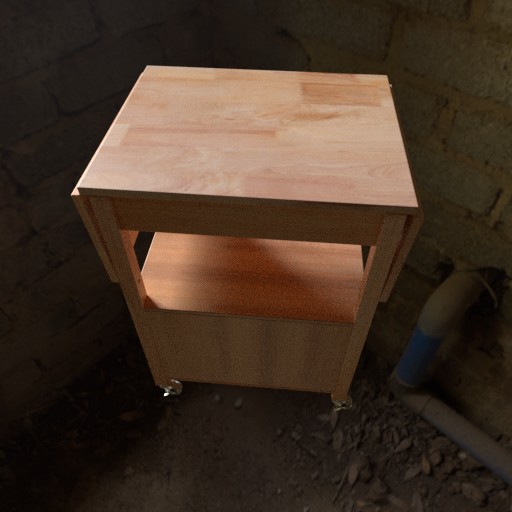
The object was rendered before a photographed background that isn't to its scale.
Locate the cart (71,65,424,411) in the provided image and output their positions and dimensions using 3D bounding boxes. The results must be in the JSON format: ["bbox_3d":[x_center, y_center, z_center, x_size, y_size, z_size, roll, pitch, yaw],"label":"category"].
[{"bbox_3d":[0.000,0.000,1.256,0.640,0.838,0.508,4,47,4],"label":"cart"}]
